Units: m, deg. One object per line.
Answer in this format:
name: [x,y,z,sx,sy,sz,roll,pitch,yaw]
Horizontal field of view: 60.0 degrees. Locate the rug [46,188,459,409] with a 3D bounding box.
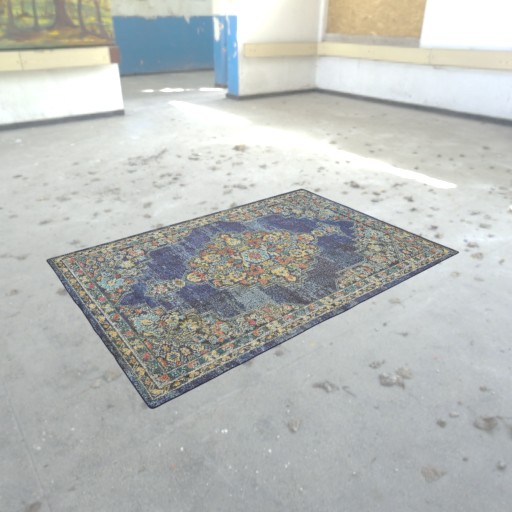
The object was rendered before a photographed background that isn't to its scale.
rug: [0.000,0.000,3.820,2.940,0.011,2.053,-20,34,-32]
